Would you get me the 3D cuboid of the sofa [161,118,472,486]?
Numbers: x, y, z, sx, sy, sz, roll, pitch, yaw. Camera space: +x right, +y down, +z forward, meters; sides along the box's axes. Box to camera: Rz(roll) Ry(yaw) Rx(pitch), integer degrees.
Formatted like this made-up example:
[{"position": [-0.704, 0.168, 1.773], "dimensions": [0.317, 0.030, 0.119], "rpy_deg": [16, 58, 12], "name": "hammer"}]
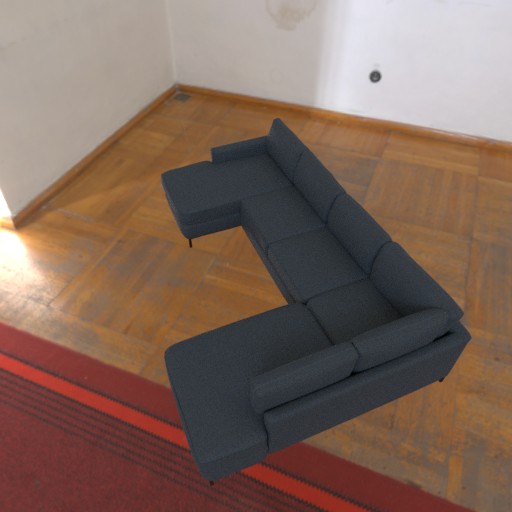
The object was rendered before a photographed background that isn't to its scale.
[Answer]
[{"position": [0.000, 0.000, 3.779], "dimensions": [1.984, 0.858, 2.975], "rpy_deg": [-17, 48, -16], "name": "sofa"}]
